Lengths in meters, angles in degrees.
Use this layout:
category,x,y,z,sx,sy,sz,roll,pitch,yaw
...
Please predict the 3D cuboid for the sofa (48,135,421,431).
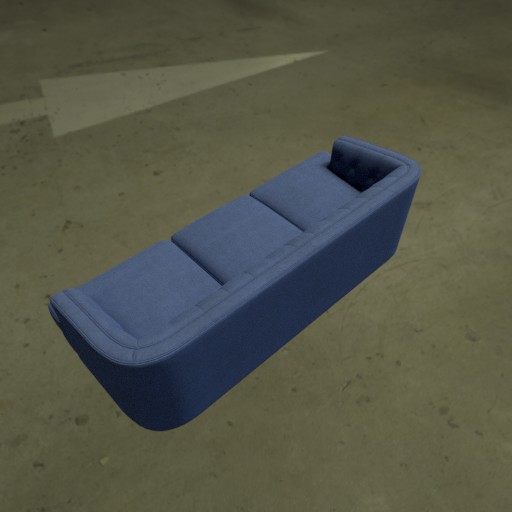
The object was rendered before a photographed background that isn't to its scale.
category,x,y,z,sx,sy,sz,roll,pitch,yaw
sofa,0.000,0.000,2.701,2.235,0.787,0.914,-33,54,-28
